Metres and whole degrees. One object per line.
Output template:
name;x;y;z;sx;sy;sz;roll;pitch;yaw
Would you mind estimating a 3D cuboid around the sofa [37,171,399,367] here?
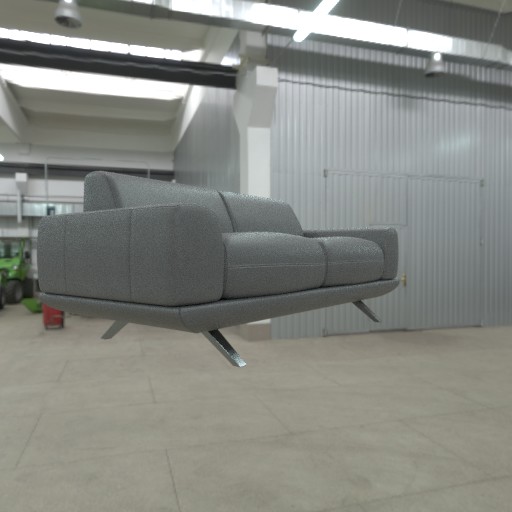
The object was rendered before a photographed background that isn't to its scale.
sofa;0.000;0.000;2.337;0.900;0.772;1.901;0;1;38
